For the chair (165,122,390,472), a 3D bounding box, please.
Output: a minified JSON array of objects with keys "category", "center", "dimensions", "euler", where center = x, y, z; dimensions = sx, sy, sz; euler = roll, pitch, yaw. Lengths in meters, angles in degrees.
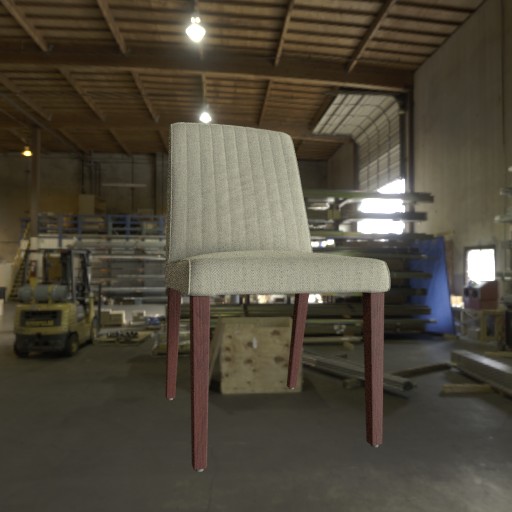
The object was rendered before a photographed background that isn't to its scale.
[{"category":"chair","center":[0.000,0.000,1.242],"dimensions":[0.480,0.900,0.594],"euler":[0,-2,-17]}]
